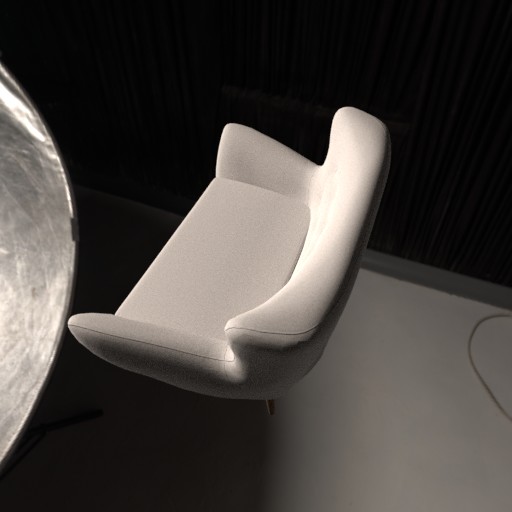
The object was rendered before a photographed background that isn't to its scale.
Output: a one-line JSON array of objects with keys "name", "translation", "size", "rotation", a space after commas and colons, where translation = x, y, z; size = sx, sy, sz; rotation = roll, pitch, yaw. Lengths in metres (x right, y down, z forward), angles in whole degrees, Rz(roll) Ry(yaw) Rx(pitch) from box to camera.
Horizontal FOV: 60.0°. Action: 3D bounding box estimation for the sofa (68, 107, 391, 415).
[{"name": "sofa", "translation": [0.000, 0.000, 1.992], "size": [0.921, 0.878, 1.424], "rotation": [16, 50, 14]}]
